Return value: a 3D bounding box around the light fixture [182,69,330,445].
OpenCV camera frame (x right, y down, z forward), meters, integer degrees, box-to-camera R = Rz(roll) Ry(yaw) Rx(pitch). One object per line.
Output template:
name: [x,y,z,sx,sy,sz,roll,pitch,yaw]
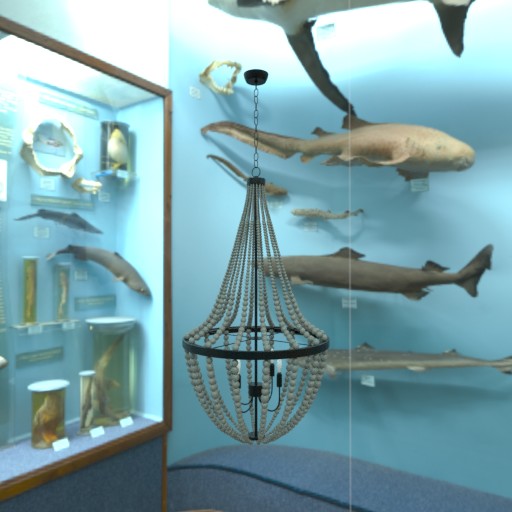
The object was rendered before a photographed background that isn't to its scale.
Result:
light fixture: [0.000,0.000,1.376,0.450,1.133,0.450,0,-1,0]
